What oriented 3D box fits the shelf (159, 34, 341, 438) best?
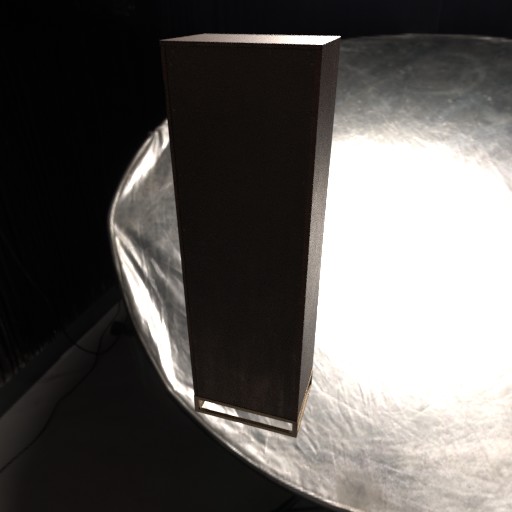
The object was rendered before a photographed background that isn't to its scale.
[{"bbox_3d":[0.000,0.000,1.959,0.539,1.732,0.395,9,31,15],"label":"shelf"}]
